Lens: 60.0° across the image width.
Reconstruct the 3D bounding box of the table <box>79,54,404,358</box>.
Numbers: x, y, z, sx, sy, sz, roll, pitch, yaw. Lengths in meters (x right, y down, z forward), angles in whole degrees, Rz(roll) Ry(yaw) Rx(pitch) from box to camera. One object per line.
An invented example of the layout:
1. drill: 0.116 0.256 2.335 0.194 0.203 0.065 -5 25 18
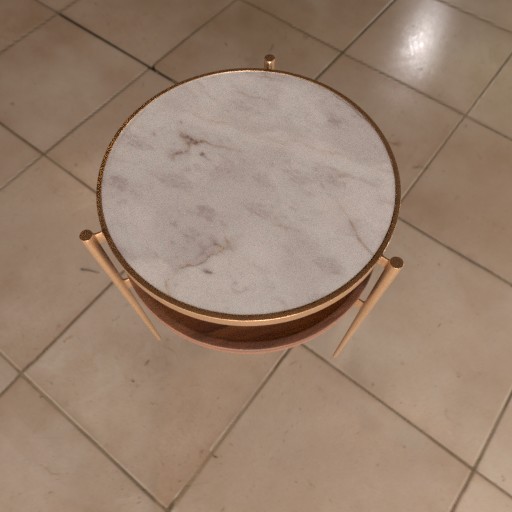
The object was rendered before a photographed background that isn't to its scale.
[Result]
1. table: 0.000 0.000 0.834 0.456 0.493 0.430 34 68 15
